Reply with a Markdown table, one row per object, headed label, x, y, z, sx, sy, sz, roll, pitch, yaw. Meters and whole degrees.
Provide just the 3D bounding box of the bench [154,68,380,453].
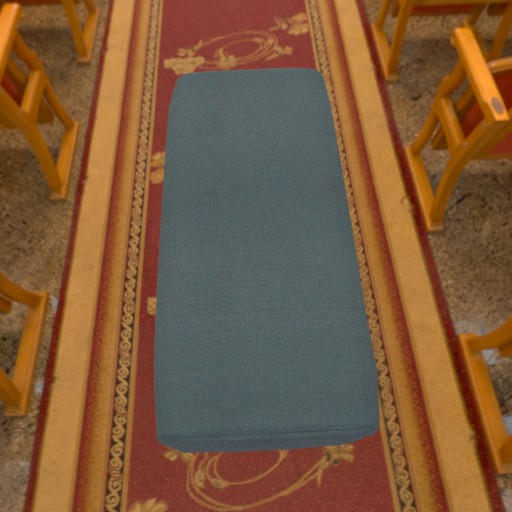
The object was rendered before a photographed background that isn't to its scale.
| label | x | y | z | sx | sy | sz | roll | pitch | yaw |
| --- | --- | --- | --- | --- | --- | --- | --- | --- | --- |
| bench | 0.000 | 0.000 | 1.237 | 0.476 | 0.474 | 0.995 | -2 | 63 | -1 |
